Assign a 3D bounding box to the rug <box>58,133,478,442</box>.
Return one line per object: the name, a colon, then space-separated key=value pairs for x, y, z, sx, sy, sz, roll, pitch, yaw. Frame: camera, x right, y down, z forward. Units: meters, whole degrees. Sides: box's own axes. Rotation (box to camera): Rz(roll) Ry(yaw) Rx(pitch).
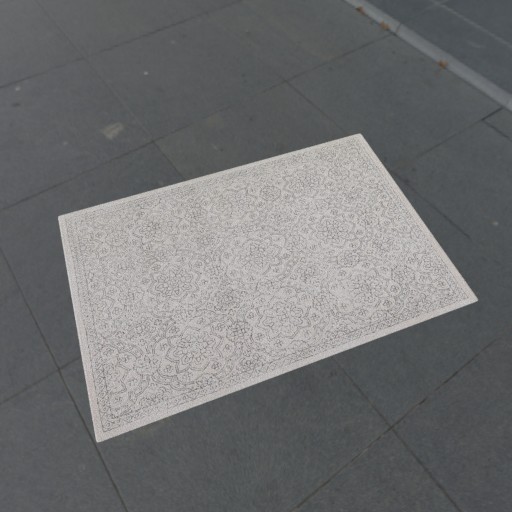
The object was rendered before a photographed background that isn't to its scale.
rug: x=0.000 y=0.000 z=2.826 sx=2.286 sy=0.011 sz=1.524 roll=-18 pitch=60 yaw=-11
